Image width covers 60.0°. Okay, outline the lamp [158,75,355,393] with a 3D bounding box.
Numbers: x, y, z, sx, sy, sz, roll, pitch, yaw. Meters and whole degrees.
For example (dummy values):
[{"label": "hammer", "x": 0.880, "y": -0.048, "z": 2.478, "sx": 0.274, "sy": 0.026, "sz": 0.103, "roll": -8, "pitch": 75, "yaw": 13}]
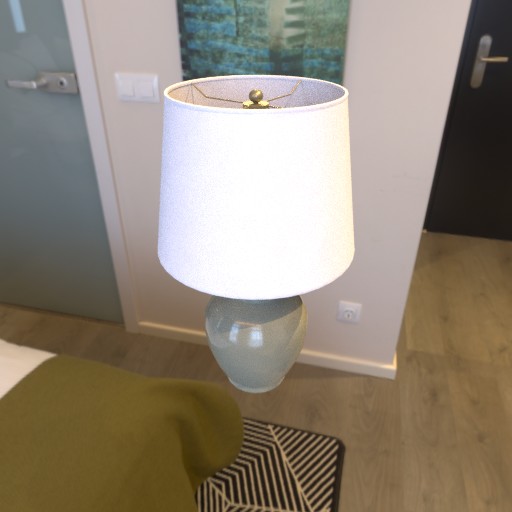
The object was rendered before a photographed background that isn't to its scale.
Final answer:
[{"label": "lamp", "x": 0.000, "y": 0.000, "z": 0.559, "sx": 0.239, "sy": 0.399, "sz": 0.239, "roll": 0, "pitch": 31, "yaw": 0}]
